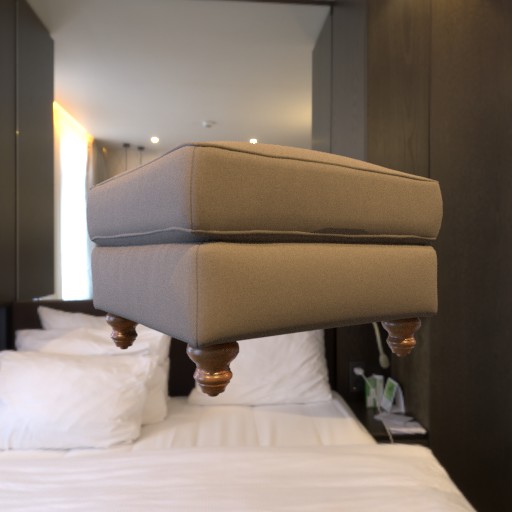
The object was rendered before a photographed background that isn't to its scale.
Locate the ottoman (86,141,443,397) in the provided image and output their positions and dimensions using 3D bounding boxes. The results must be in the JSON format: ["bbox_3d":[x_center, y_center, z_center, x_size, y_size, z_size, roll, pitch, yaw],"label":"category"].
[{"bbox_3d":[0.000,0.000,1.162,0.721,0.505,0.662,0,0,-35],"label":"ottoman"}]
